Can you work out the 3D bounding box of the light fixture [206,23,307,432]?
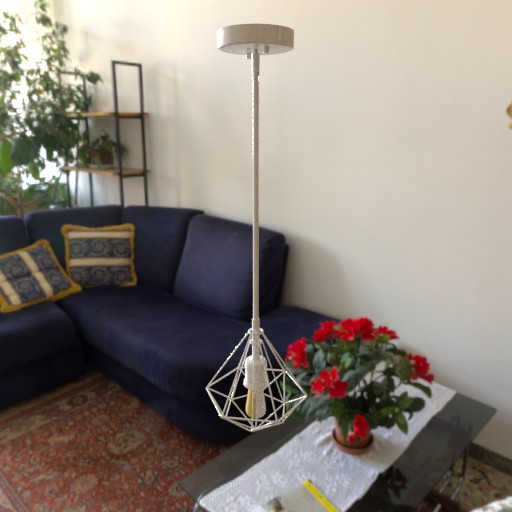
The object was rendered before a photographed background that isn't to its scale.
[{"bbox_3d":[0.000,0.000,1.925,0.487,1.764,0.431,2,16,8],"label":"light fixture"}]
